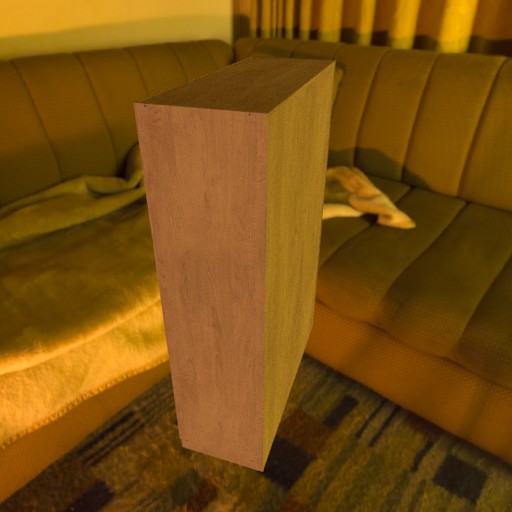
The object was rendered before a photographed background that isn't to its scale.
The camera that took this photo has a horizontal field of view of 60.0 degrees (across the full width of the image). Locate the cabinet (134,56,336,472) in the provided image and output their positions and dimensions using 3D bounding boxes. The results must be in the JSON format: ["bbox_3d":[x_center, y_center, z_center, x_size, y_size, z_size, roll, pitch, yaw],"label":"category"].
[{"bbox_3d":[0.000,0.000,2.510,0.510,1.910,1.290,10,33,16],"label":"cabinet"}]
